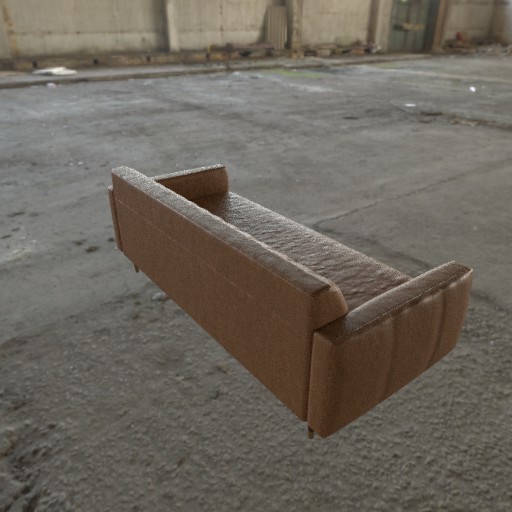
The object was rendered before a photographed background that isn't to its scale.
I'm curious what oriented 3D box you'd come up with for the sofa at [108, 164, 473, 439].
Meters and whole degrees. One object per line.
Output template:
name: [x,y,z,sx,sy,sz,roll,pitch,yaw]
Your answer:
sofa: [0.000,0.000,2.738,0.990,0.821,2.291,-19,33,-32]
